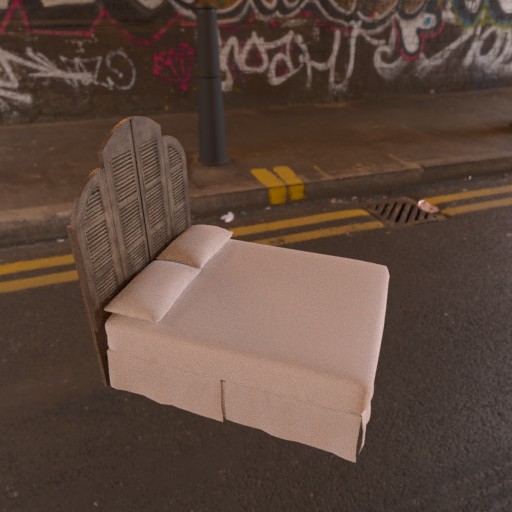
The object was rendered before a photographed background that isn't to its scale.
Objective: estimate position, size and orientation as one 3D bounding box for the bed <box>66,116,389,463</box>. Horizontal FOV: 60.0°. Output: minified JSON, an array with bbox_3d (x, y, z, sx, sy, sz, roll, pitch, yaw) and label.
[{"bbox_3d":[0.000,0.000,3.551,2.138,2.019,1.713,10,32,16],"label":"bed"}]
